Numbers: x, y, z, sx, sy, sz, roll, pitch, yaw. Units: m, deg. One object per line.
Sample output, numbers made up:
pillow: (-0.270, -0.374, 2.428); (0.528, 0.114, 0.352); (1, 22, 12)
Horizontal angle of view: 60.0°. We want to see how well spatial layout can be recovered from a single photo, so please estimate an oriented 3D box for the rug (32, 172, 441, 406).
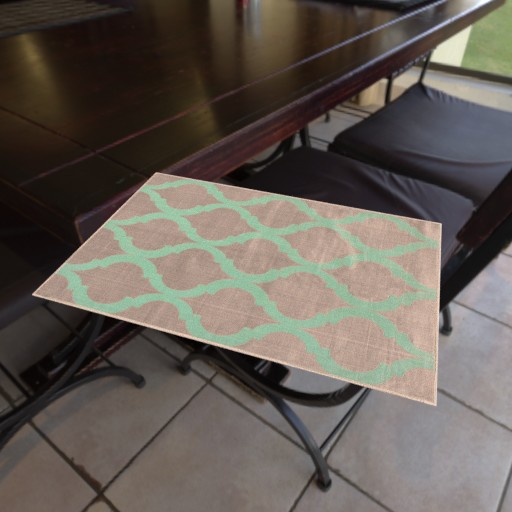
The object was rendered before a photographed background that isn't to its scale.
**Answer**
rug: (0.000, 0.000, 2.898); (2.286, 0.006, 1.524); (12, 42, 14)
